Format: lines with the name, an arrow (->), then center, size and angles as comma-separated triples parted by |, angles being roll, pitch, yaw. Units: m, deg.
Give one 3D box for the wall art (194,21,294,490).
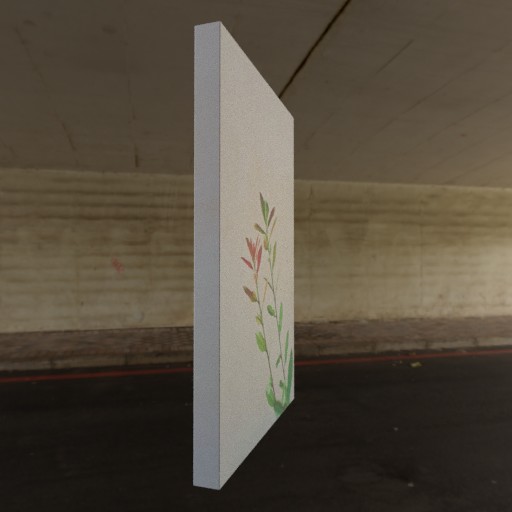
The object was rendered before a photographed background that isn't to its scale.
wall art -> 0.000, 0.000, 0.776 | 0.038, 0.611, 0.408 | 0, -1, 18
